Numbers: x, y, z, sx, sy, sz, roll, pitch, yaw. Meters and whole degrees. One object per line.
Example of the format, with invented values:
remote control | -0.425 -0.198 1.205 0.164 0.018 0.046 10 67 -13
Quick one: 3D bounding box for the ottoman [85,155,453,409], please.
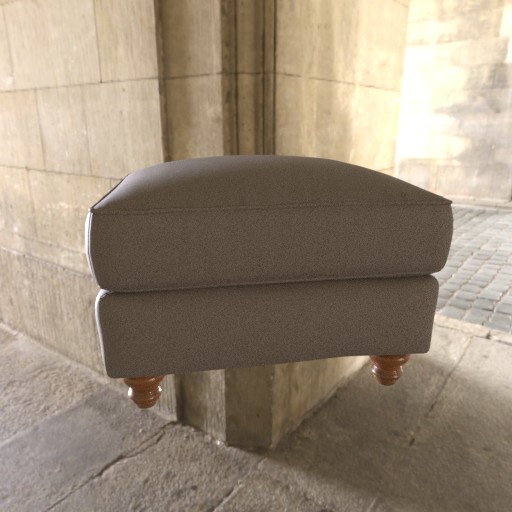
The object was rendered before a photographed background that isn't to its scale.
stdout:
ottoman | 0.000 0.000 1.153 0.721 0.505 0.662 -3 17 -9
